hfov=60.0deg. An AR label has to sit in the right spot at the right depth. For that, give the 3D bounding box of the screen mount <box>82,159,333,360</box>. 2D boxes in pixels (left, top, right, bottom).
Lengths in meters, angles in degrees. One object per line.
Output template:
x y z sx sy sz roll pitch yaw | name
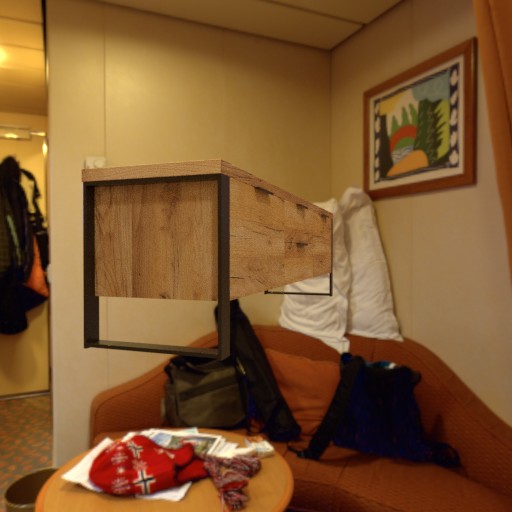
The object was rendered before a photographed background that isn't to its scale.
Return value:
0.000 0.000 1.765 0.395 0.450 1.524 0 1 19 | screen mount
